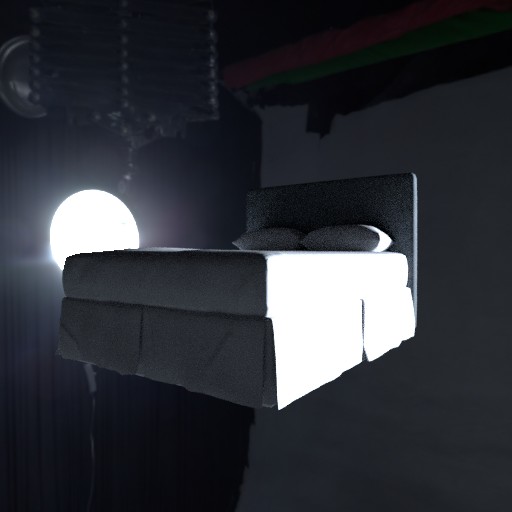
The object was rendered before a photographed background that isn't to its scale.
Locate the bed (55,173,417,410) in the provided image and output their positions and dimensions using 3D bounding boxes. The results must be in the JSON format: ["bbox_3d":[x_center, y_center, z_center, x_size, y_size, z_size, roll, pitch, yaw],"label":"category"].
[{"bbox_3d":[0.000,0.000,3.177,1.713,1.330,2.142,0,0,36],"label":"bed"}]
